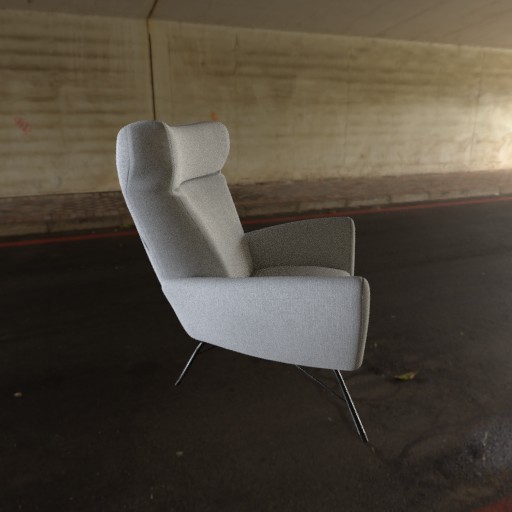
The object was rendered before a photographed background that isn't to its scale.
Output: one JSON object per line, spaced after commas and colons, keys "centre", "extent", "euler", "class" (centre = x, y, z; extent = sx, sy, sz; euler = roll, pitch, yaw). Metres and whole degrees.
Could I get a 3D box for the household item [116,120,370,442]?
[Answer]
{"centre": [0.000, 0.000, 1.797], "extent": [0.900, 1.050, 0.980], "euler": [3, 17, 9], "class": "household item"}
